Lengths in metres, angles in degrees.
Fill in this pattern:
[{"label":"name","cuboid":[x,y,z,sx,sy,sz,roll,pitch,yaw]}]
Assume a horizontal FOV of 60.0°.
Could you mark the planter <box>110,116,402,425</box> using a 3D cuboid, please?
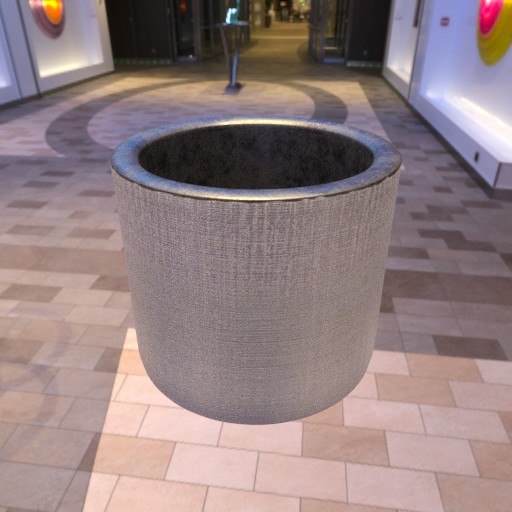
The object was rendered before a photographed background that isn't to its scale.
[{"label":"planter","cuboid":[0.000,0.000,0.221,0.125,0.112,0.125,0,29,0]}]
